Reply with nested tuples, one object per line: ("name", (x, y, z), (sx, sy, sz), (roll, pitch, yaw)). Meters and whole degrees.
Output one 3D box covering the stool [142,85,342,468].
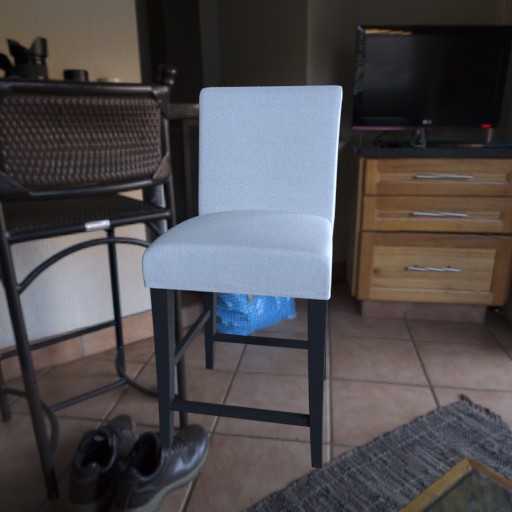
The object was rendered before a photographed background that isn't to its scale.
("stool", (0.000, 0.000, 1.310), (0.452, 0.976, 0.597), (3, 17, 10))
